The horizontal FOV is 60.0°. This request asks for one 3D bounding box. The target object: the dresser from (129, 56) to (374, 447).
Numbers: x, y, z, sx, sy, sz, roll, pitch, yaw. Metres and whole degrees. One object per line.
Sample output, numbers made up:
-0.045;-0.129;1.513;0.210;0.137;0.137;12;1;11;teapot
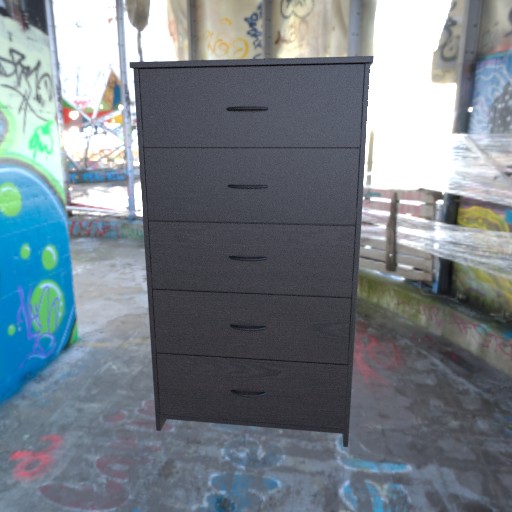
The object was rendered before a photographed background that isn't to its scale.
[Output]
0.000;0.000;1.600;0.704;1.254;0.418;2;15;7;dresser
